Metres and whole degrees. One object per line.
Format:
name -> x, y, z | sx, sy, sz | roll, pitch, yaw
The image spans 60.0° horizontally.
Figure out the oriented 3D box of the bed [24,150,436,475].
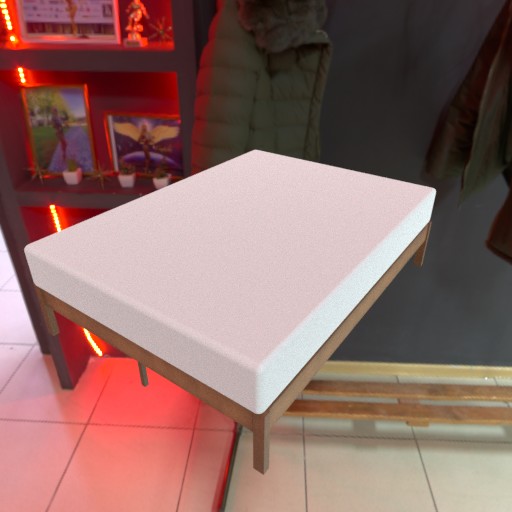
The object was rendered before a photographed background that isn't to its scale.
bed -> 0.000, 0.000, 2.759 | 1.529, 0.593, 2.050 | 20, 36, 30
